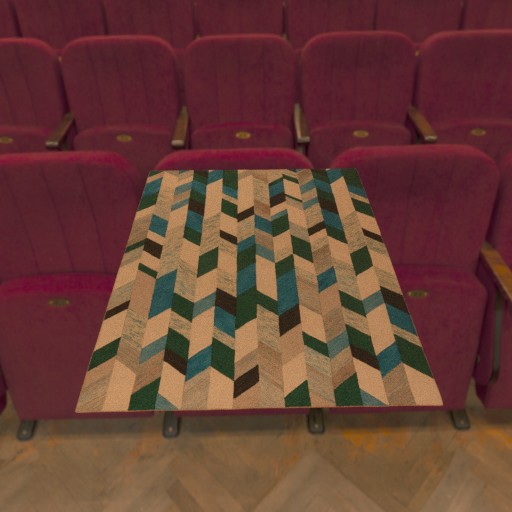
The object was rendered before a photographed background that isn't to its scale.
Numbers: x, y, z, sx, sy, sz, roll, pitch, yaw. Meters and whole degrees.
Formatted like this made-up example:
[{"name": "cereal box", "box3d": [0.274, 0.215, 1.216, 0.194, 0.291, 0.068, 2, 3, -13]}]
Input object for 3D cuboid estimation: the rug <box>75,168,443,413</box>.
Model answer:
[{"name": "rug", "box3d": [0.000, 0.000, 4.054, 2.440, 0.008, 3.036, -1, 42, -1]}]
